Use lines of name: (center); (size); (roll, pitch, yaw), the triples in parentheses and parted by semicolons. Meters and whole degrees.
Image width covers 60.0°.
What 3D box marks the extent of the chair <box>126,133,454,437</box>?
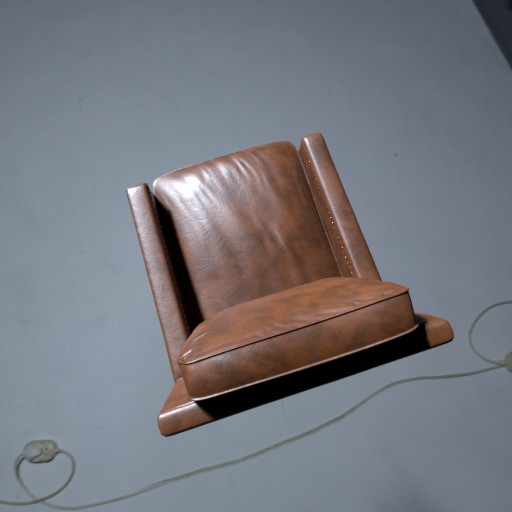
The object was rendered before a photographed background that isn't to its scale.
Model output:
chair: (0.000, 0.000, 1.760); (0.854, 1.054, 1.035); (-17, 76, -5)
